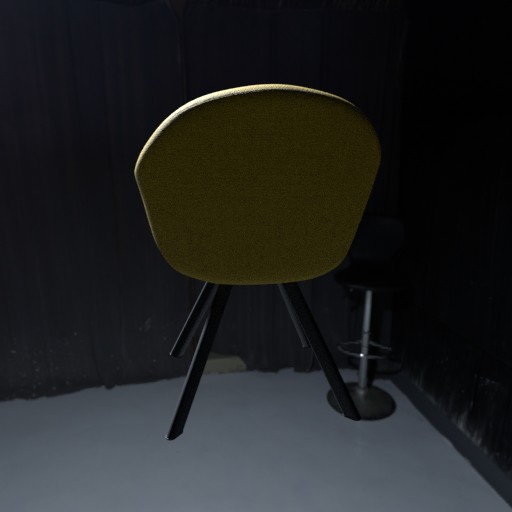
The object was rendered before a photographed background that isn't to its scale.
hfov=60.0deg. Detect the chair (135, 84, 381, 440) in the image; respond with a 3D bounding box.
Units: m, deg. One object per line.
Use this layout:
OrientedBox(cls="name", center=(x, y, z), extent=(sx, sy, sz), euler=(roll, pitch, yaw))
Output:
OrientedBox(cls="chair", center=(0.000, 0.000, 1.165), extent=(0.590, 0.795, 0.550), euler=(-2, 15, -9))
